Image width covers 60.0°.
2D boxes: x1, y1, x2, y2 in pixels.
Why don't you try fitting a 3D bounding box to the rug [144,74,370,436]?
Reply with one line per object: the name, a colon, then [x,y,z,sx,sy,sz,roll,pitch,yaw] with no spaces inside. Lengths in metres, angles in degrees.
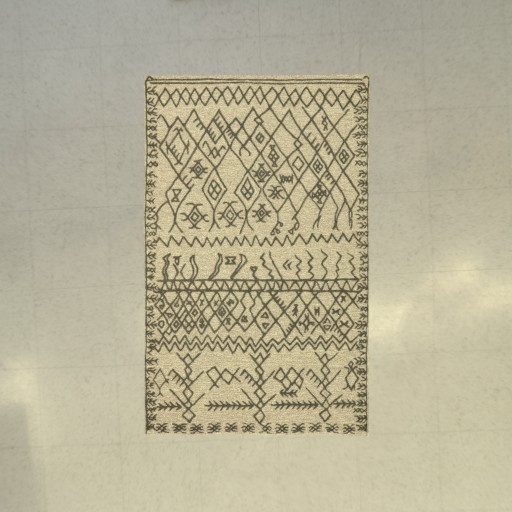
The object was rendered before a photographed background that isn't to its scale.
rug: [0.000,0.000,3.011,1.530,0.012,2.444,0,91,1]
